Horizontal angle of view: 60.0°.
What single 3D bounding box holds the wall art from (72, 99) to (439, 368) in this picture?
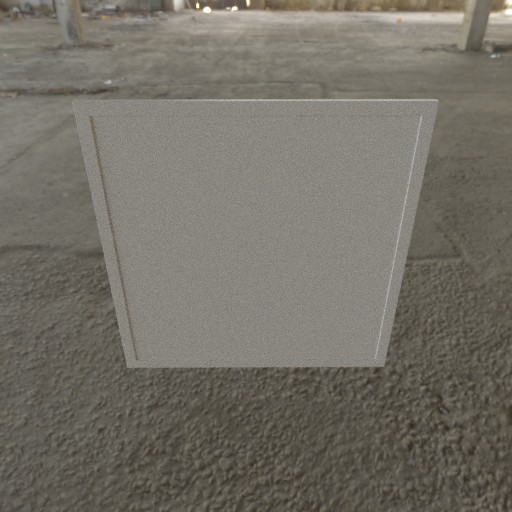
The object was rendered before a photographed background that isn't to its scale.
[{"bbox_3d":[0.000,0.000,0.975,0.660,0.660,0.015,0,31,0],"label":"wall art"}]
